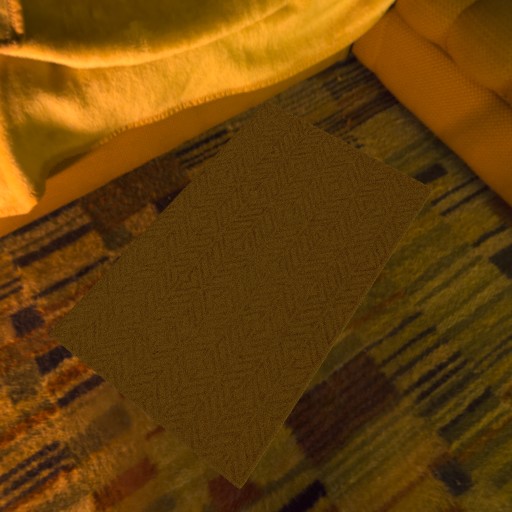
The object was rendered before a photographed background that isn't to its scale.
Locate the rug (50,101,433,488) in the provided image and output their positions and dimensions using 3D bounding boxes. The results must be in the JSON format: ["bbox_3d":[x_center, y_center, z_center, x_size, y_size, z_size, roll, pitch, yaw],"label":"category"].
[{"bbox_3d":[0.000,0.000,3.072,1.523,0.008,2.438,33,69,14],"label":"rug"}]
